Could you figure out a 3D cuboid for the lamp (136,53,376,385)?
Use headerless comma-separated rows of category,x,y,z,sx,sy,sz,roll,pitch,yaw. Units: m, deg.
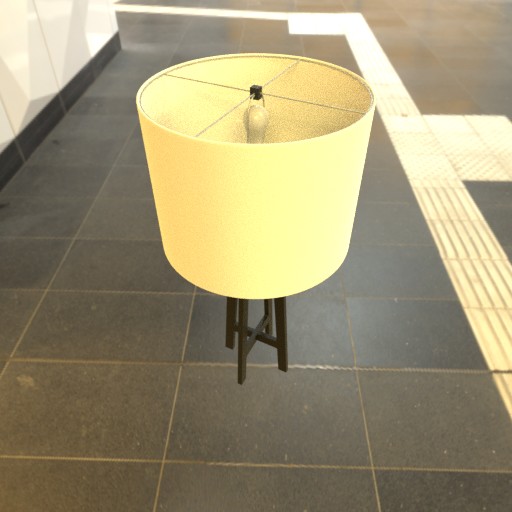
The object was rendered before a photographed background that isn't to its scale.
lamp,0.000,0.000,0.643,0.257,0.489,0.257,-12,43,-13
